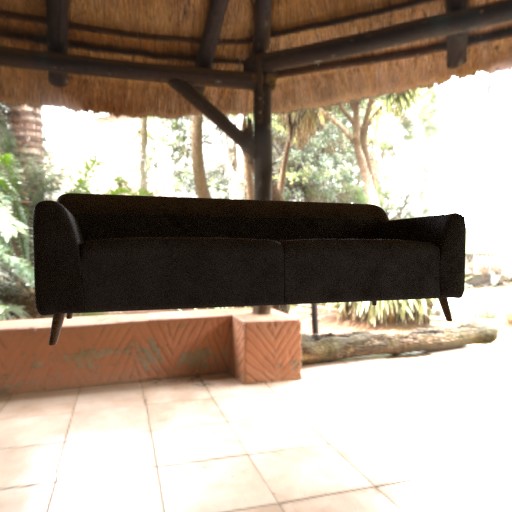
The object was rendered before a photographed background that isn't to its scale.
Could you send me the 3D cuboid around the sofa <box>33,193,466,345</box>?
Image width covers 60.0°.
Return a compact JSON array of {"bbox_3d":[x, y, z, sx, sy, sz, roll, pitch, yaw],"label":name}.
[{"bbox_3d":[0.000,0.000,2.554,2.190,0.740,0.900,0,1,-18],"label":"sofa"}]
